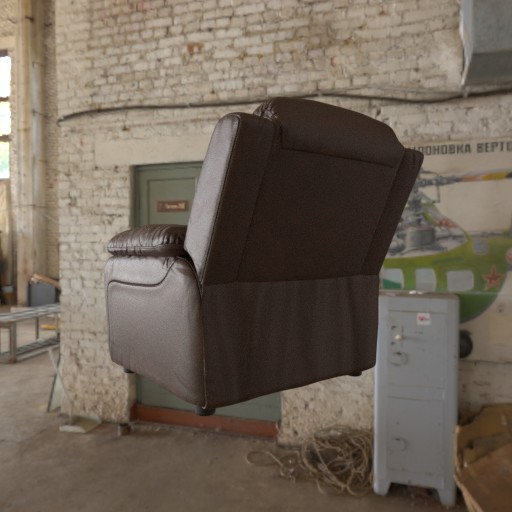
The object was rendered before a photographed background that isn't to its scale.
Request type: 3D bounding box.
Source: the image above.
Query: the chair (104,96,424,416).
[{"bbox_3d":[0.000,0.000,1.263,0.680,0.702,0.707,-1,2,-37],"label":"chair"}]
